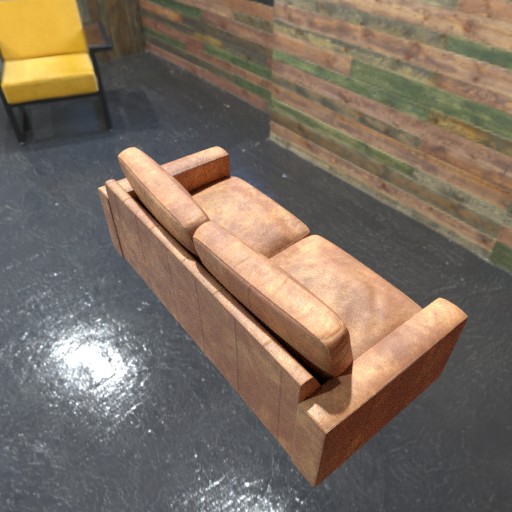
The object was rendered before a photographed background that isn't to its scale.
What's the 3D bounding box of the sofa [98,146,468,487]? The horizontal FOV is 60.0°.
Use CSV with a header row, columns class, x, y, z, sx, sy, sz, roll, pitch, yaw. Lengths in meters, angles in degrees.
class,x,y,z,sx,sy,sz,roll,pitch,yaw
sofa,0.000,0.000,2.648,1.016,0.873,2.179,-27,49,-27
